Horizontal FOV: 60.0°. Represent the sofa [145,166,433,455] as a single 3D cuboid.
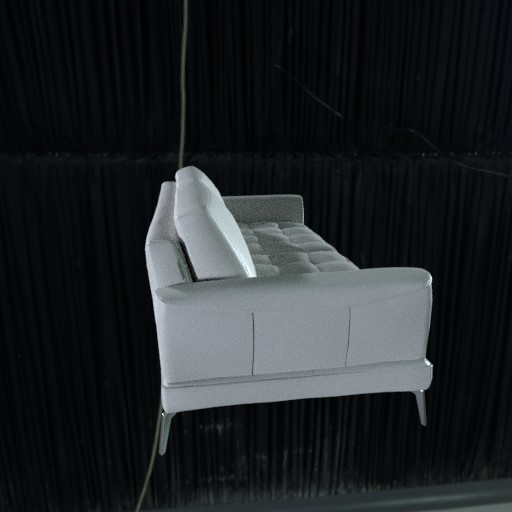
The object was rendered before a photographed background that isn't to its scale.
[{"bbox_3d":[0.000,0.000,2.637,1.121,0.930,2.177,-3,17,-9],"label":"sofa"}]
